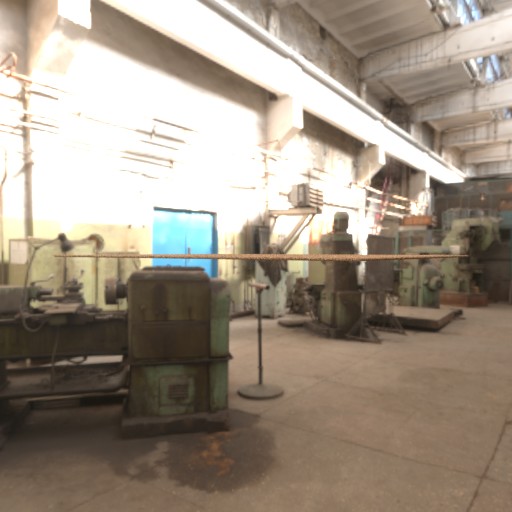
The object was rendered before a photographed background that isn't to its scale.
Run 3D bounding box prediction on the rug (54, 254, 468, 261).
[{"bbox_3d":[0.000,0.000,2.776,2.141,0.013,1.566,0,1,38],"label":"rug"}]
